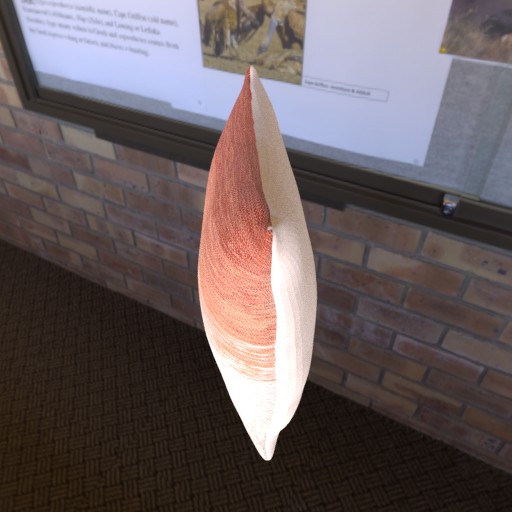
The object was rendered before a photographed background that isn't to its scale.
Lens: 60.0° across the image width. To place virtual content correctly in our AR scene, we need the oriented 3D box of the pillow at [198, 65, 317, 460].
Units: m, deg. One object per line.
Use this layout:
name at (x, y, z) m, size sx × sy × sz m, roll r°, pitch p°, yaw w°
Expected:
pillow at (0.000, 0.000, 0.683) m, size 0.182 × 0.441 × 0.440 m, roll -2°, pitch 40°, yaw -2°
